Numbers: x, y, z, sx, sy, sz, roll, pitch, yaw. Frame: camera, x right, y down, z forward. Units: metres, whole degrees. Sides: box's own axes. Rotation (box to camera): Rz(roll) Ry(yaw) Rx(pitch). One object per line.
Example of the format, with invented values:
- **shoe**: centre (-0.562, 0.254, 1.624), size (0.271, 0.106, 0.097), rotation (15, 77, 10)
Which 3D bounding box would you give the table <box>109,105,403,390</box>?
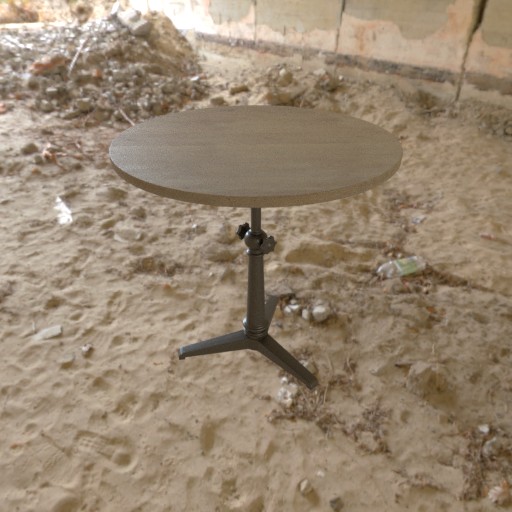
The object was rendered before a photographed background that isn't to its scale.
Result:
- **table**: centre (0.000, 0.000, 1.458), size (0.800, 0.780, 0.800), rotation (0, 32, 0)
